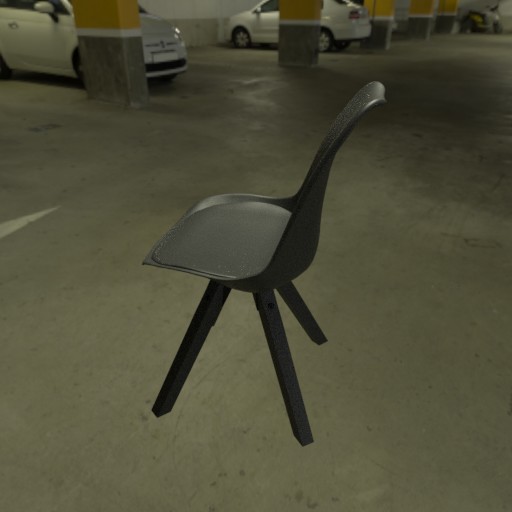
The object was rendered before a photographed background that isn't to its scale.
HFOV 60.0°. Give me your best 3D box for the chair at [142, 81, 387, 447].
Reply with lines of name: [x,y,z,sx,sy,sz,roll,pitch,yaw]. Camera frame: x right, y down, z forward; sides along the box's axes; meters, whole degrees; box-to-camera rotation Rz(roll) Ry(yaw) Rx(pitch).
chair: [0.000,0.000,1.170,0.550,0.850,0.485,7,30,11]
